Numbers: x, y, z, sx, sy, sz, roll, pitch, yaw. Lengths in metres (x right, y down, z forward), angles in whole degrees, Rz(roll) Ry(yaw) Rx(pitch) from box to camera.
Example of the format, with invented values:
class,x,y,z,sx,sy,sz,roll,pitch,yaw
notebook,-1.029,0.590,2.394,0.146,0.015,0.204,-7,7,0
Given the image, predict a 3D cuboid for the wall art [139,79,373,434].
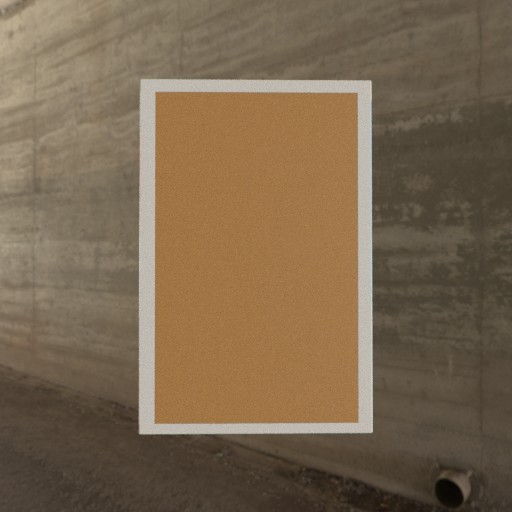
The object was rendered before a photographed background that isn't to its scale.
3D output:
class,x,y,z,sx,sy,sz,roll,pitch,yaw
wall art,0.000,0.000,0.780,0.401,0.610,0.038,0,-1,-1
